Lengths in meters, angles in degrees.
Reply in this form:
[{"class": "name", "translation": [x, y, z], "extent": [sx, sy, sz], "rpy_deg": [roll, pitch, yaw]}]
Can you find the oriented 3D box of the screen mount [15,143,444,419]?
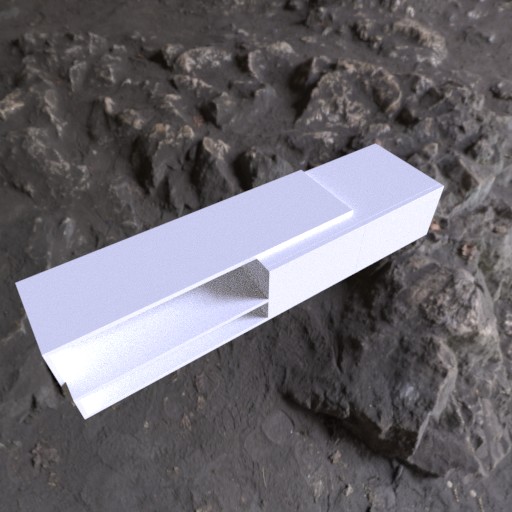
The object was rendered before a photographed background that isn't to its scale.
[{"class": "screen mount", "translation": [0.000, 0.000, 1.818], "extent": [1.680, 0.320, 0.420], "rpy_deg": [-25, 50, -23]}]
